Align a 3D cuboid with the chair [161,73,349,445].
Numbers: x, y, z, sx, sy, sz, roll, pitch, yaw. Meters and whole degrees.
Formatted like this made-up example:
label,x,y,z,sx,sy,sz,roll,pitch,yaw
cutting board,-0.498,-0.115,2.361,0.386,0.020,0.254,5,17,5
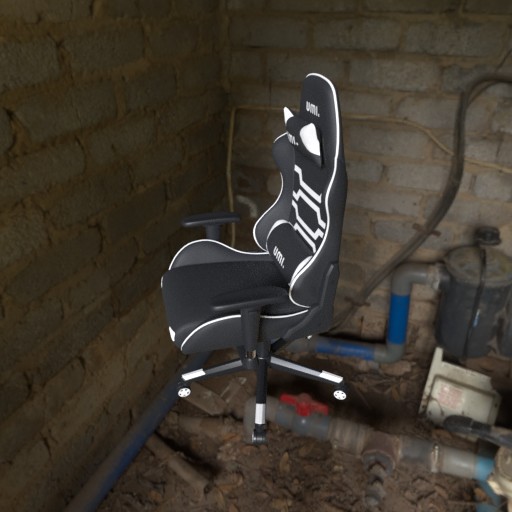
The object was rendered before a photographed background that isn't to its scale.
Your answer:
label,x,y,z,sx,sy,sz,roll,pitch,yaw
chair,0.000,0.000,1.640,0.700,1.240,0.700,-8,31,-14
